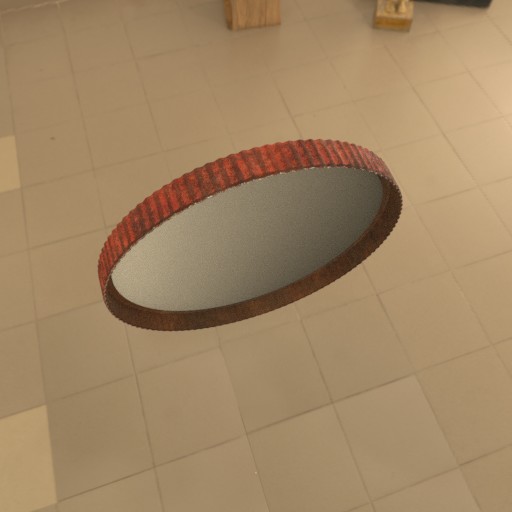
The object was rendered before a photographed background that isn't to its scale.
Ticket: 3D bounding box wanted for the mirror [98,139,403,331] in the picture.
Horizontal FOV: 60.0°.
[{"bbox_3d":[0.000,0.000,0.905,0.609,0.609,0.056,-17,65,-8],"label":"mirror"}]
